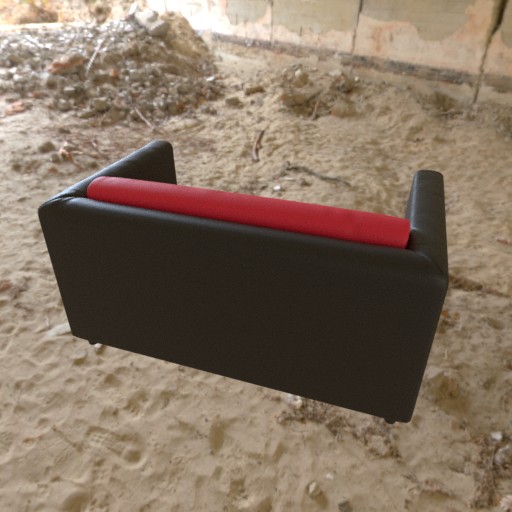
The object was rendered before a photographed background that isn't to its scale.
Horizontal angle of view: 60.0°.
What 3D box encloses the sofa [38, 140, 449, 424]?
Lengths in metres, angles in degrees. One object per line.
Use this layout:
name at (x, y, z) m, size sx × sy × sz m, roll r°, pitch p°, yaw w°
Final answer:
sofa at (0.000, 0.000, 1.895) m, size 1.410 × 0.735 × 0.845 m, roll 10°, pitch 33°, yaw 16°
